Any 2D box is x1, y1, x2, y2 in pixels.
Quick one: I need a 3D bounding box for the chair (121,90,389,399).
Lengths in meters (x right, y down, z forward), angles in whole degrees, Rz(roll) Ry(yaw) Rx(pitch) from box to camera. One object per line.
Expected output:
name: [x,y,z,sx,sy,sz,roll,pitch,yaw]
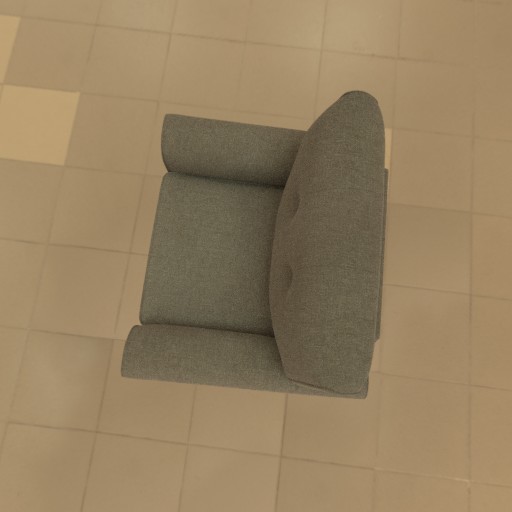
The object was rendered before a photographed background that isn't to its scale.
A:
chair: [0.000,0.000,1.622,0.816,0.890,0.941,6,77,1]
